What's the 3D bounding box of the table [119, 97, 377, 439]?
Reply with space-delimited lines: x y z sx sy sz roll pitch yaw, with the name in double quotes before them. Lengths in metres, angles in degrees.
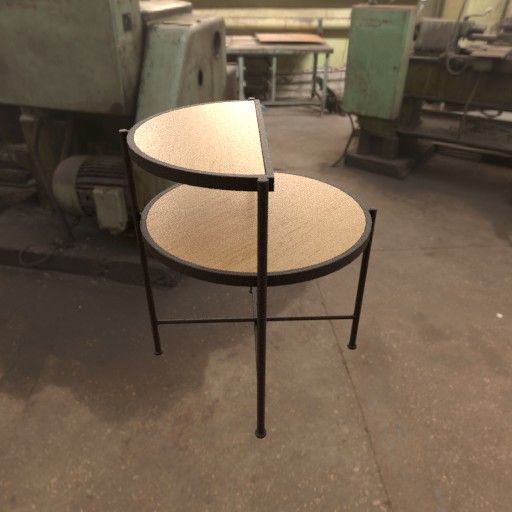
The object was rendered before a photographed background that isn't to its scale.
"table" 0.000 0.000 1.191 0.628 0.684 0.629 -1 32 -2
